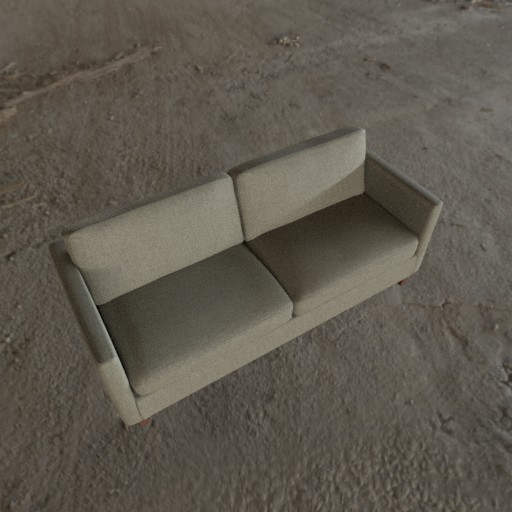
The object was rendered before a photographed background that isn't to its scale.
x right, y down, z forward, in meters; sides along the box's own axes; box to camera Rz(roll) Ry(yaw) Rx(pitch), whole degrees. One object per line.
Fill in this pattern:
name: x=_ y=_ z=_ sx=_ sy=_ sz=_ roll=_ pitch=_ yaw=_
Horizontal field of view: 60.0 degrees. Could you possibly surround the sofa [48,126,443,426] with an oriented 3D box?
sofa: x=0.000 y=0.000 z=2.797 sx=2.208 sy=0.960 sz=0.956 roll=-24 pitch=51 yaw=-21
